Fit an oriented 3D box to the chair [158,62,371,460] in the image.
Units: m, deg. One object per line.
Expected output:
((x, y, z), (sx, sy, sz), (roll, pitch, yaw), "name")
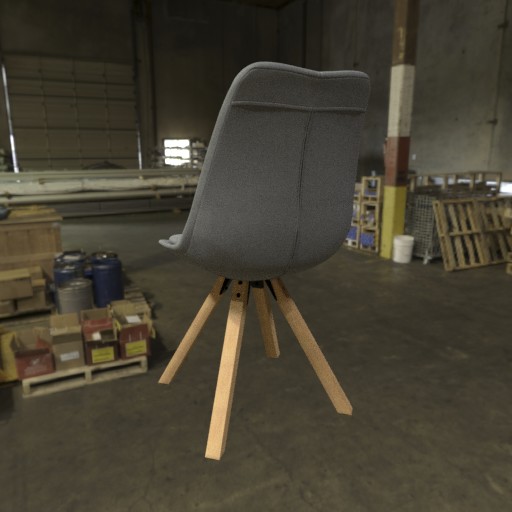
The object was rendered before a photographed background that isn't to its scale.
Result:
((0.000, 0.000, 1.184), (0.474, 0.863, 0.549), (-7, 15, -26), "chair")
